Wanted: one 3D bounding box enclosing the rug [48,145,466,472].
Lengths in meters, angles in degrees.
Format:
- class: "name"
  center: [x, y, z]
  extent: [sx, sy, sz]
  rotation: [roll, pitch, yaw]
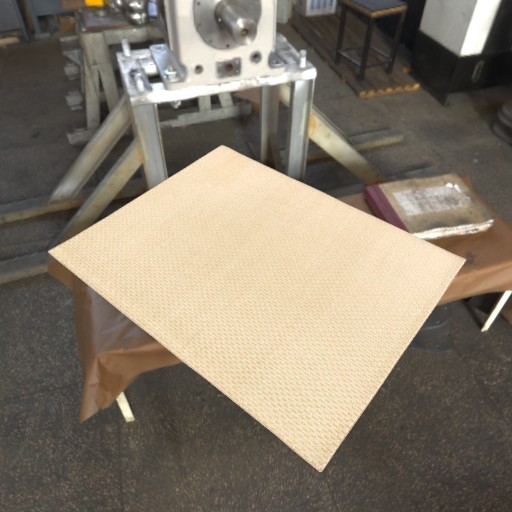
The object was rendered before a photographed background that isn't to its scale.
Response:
- class: "rug"
  center: [0.000, 0.000, 3.896]
  extent: [2.897, 0.035, 2.277]
  rotation: [31, 53, 26]
